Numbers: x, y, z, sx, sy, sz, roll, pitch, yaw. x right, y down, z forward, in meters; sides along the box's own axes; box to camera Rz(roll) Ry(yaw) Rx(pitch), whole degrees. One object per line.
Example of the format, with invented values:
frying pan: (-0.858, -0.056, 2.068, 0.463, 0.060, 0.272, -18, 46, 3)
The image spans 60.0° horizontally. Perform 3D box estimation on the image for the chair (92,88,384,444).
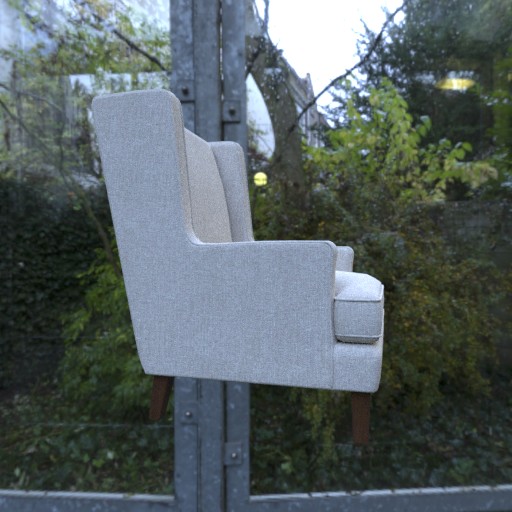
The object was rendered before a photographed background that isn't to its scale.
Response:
chair: (0.000, 0.000, 1.716, 0.948, 1.082, 0.764, 0, 0, 16)
